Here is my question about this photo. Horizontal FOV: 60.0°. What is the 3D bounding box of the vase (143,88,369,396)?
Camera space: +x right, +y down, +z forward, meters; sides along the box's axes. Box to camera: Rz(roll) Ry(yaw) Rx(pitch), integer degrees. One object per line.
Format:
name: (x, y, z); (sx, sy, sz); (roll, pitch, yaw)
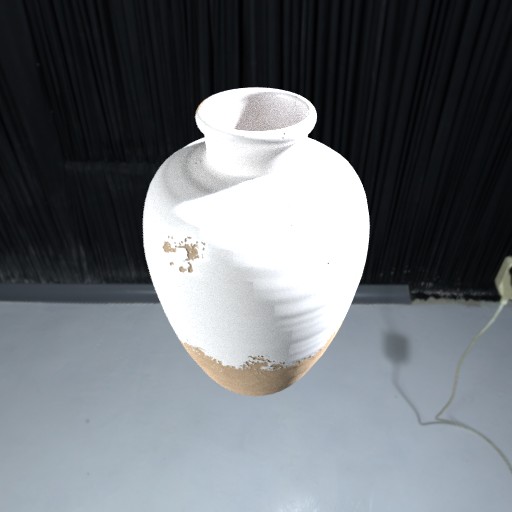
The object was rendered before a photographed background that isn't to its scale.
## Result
vase: (0.000, 0.000, 0.334); (0.158, 0.228, 0.158); (0, 40, 0)
